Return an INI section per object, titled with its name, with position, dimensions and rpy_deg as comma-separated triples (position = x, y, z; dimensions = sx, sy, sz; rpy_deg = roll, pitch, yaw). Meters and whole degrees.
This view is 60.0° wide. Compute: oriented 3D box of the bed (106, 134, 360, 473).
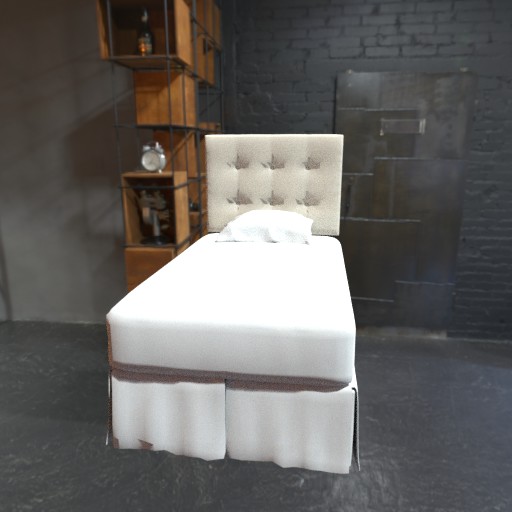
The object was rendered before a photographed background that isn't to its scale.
[bed]
position = 0.000, 0.000, 2.887
dimensions = 1.261, 1.571, 1.997
rpy_deg = 2, 14, 8
